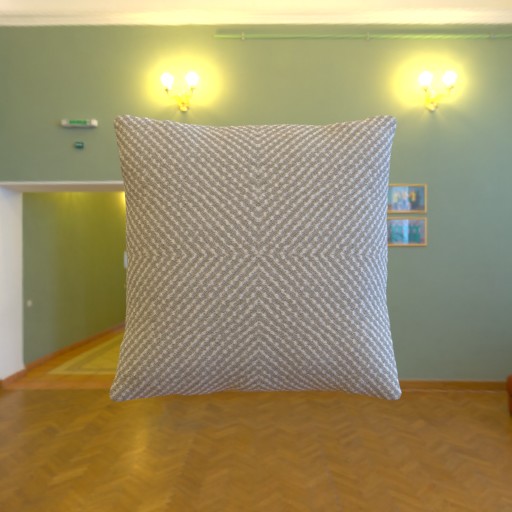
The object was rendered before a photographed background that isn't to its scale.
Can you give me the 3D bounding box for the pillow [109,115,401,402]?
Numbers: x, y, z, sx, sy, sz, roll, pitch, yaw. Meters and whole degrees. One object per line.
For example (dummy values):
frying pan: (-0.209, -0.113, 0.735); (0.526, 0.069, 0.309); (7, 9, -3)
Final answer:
pillow: (0.000, 0.000, 0.708); (0.459, 0.458, 0.181); (0, -1, -1)
